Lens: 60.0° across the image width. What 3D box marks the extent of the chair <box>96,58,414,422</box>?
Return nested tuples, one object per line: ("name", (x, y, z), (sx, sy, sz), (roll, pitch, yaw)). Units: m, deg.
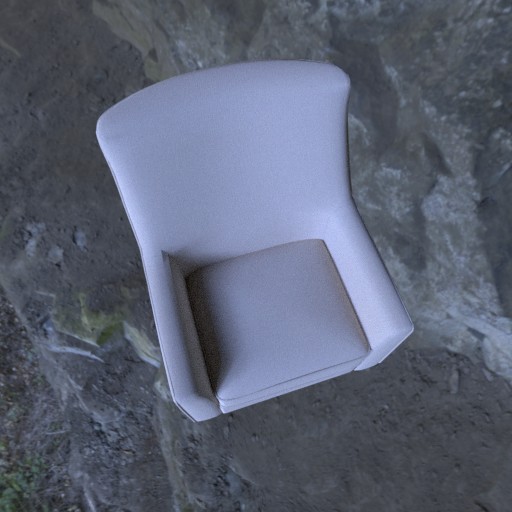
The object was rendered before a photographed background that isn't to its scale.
("chair", (0.000, 0.000, 1.536), (0.756, 0.916, 0.879), (-15, 64, -8))
